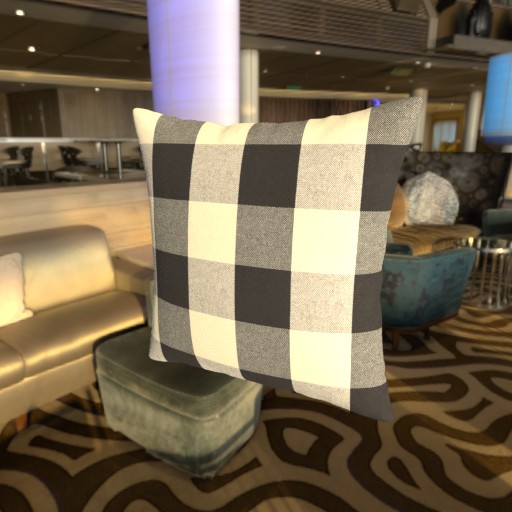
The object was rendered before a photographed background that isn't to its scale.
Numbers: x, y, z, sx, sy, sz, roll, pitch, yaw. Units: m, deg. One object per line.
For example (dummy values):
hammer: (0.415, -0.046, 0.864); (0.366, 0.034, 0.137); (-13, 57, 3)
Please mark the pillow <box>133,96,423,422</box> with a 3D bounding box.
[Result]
pillow: (0.000, 0.000, 0.778); (0.511, 0.509, 0.161); (7, 16, 26)
